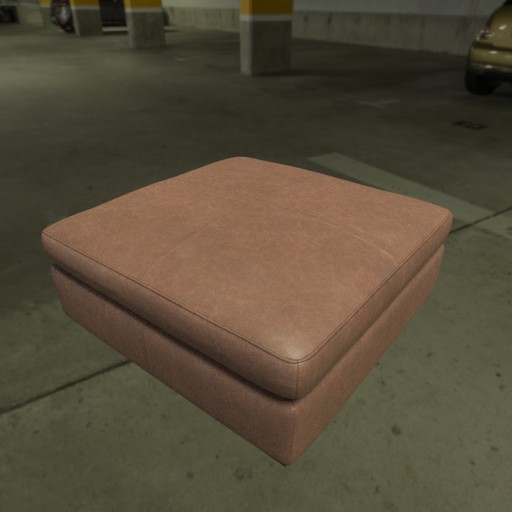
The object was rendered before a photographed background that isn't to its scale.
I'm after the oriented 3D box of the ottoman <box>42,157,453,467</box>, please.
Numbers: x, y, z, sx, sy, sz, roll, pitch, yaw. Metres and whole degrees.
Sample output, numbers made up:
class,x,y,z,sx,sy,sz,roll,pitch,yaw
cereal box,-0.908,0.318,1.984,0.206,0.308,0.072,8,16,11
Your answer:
class,x,y,z,sx,sy,sz,roll,pitch,yaw
ottoman,0.000,0.000,1.770,1.168,0.490,1.168,22,36,33
